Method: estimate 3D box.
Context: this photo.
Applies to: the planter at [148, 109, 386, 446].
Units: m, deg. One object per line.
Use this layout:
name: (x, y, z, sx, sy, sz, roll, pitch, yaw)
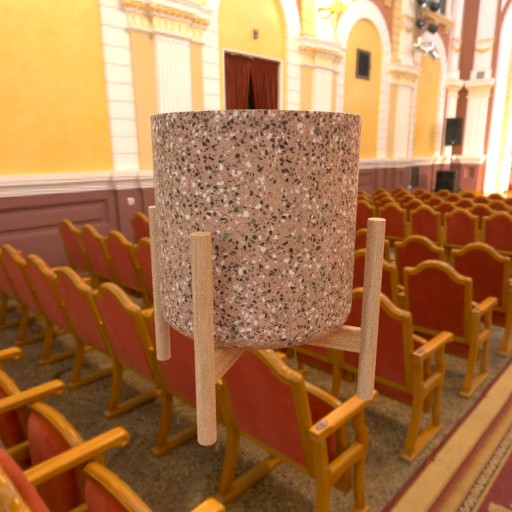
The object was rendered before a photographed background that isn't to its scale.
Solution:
planter: (0.000, 0.000, 0.702, 0.360, 0.419, 0.360, 13, 19, 42)
